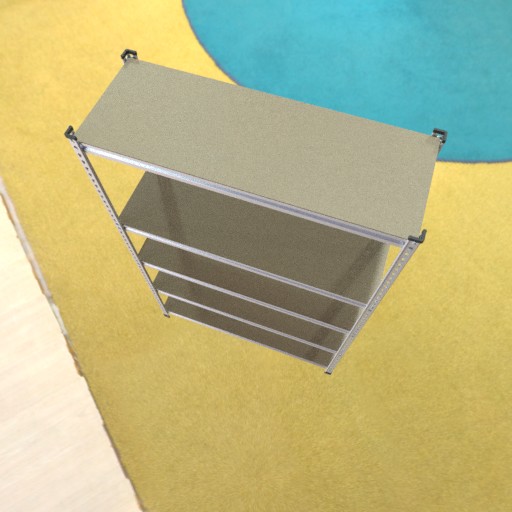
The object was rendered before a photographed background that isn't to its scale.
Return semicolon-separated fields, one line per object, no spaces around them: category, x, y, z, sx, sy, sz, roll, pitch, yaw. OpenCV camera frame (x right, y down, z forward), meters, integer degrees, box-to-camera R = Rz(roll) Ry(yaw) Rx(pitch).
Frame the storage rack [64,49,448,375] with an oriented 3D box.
storage rack;0.000;0.000;2.310;1.219;1.829;0.457;18;64;9
